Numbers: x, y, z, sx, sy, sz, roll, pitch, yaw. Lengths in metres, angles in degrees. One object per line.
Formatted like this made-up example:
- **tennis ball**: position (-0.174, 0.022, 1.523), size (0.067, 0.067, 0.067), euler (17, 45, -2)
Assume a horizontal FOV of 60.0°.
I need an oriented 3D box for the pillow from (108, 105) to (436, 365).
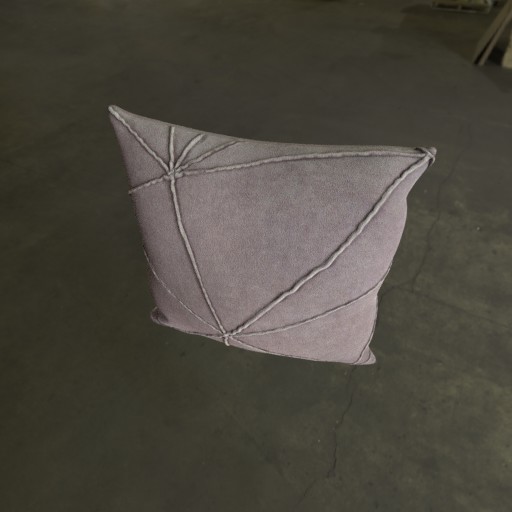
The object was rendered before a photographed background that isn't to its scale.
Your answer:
- **pillow**: position (0.000, 0.000, 0.697), size (0.439, 0.440, 0.185), euler (10, 42, 11)
